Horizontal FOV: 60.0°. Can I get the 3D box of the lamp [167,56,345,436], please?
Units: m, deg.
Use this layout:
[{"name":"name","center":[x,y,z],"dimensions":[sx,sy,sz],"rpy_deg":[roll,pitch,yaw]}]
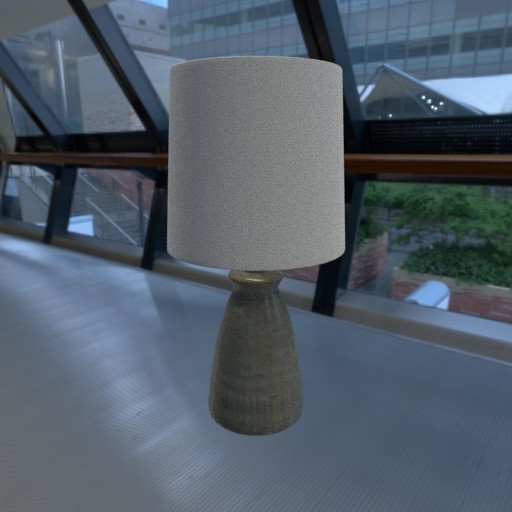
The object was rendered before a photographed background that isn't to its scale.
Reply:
[{"name":"lamp","center":[0.000,0.000,0.476],"dimensions":[0.186,0.369,0.186],"rpy_deg":[0,15,0]}]
